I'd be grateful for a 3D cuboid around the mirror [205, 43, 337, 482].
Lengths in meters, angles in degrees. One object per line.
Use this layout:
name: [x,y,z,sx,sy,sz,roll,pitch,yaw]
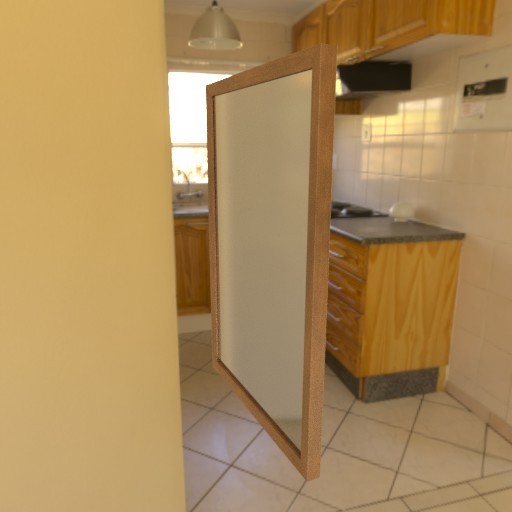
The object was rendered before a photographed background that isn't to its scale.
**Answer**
mirror: [0.000,0.000,1.168,0.040,0.915,0.609,-7,15,-25]
